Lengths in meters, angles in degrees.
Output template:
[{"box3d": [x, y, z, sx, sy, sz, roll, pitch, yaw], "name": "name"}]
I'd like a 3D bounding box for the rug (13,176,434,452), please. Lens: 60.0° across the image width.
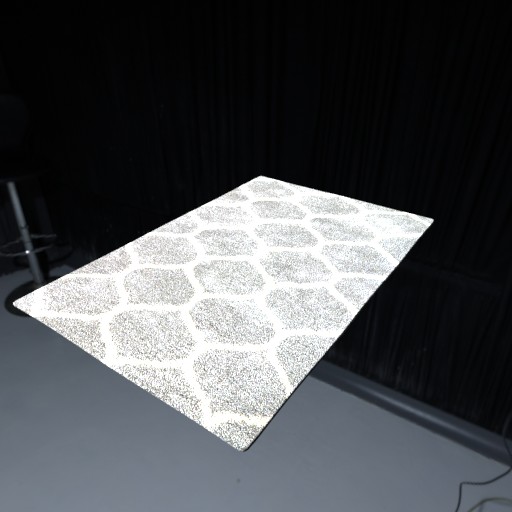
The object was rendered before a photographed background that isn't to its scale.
[{"box3d": [0.000, 0.000, 3.248, 1.801, 0.026, 2.701, 20, 36, 30], "name": "rug"}]
